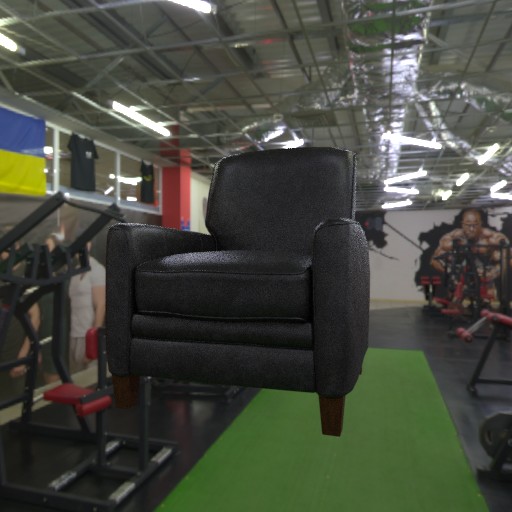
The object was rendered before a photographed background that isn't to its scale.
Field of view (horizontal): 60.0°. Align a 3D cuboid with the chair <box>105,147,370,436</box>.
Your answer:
[{"bbox_3d":[0.000,0.000,1.714,0.848,1.014,0.864,0,0,18],"label":"chair"}]
